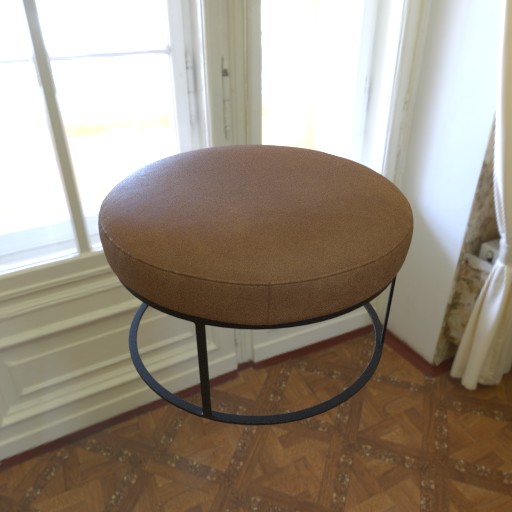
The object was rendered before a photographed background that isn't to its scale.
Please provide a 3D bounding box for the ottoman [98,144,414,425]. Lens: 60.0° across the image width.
[{"bbox_3d":[0.000,0.000,1.204,0.771,0.460,0.771,0,31,0],"label":"ottoman"}]
